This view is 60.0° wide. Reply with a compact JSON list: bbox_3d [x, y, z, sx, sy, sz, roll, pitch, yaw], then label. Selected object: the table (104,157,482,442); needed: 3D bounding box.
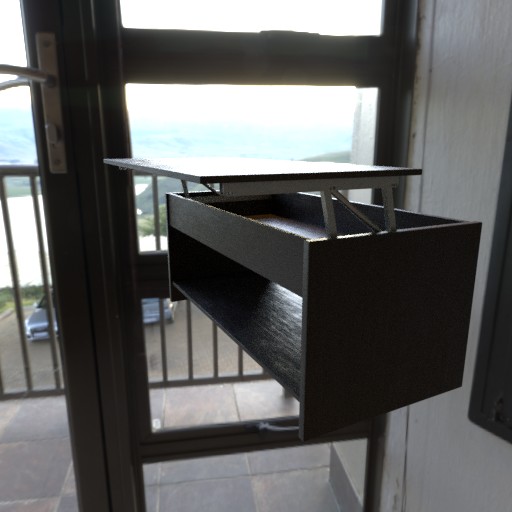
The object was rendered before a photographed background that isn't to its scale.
[{"bbox_3d":[0.000,0.000,1.375,0.712,0.570,1.000,-7,16,-26],"label":"table"}]
